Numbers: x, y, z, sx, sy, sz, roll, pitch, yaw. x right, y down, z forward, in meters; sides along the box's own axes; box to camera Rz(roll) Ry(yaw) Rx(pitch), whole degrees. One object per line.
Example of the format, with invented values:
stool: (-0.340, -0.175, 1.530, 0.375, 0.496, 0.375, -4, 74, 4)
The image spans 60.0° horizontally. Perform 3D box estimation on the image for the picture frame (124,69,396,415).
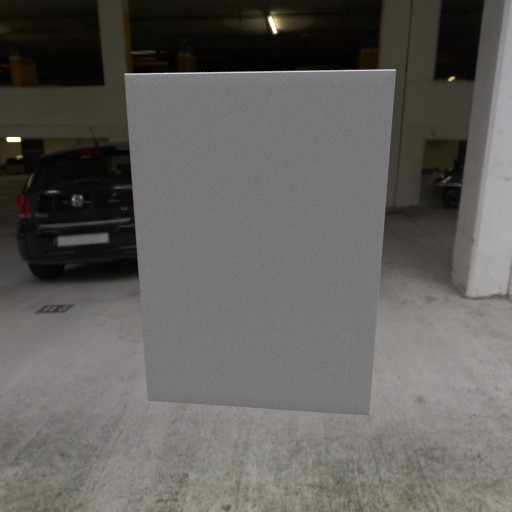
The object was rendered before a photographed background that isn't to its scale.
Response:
picture frame: (0.000, 0.000, 0.691, 0.381, 0.534, 0.012, 2, 15, 6)
